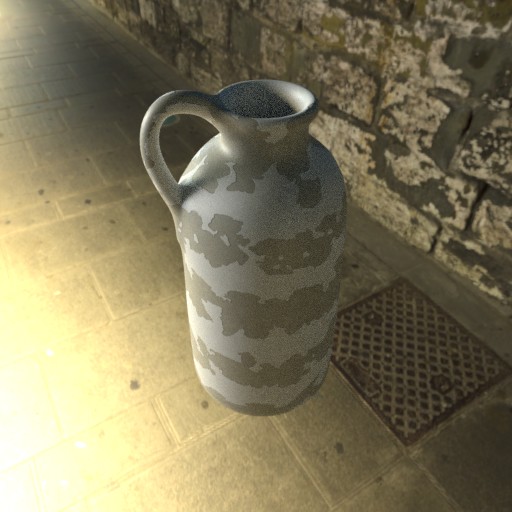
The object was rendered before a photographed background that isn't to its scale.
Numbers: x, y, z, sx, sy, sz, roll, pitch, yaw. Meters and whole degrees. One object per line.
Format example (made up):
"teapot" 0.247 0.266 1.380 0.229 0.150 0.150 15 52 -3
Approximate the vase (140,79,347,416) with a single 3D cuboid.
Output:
"vase" 0.000 0.000 0.490 0.203 0.382 0.186 -12 43 -13
